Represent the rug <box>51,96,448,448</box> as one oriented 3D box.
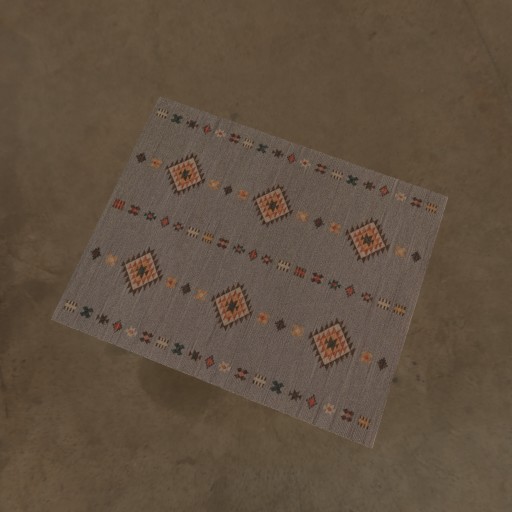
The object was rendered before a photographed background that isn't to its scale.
[{"bbox_3d":[0.000,0.000,4.136,3.035,0.008,2.425,20,78,5],"label":"rug"}]
